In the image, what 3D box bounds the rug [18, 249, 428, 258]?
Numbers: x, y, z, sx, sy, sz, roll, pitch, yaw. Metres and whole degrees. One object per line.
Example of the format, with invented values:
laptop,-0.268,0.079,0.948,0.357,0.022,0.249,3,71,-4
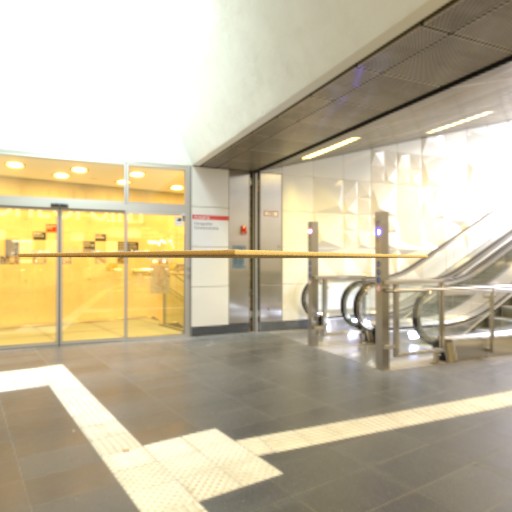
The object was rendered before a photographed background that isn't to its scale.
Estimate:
rug,0.000,0.000,2.293,1.222,0.015,1.828,0,-1,37
